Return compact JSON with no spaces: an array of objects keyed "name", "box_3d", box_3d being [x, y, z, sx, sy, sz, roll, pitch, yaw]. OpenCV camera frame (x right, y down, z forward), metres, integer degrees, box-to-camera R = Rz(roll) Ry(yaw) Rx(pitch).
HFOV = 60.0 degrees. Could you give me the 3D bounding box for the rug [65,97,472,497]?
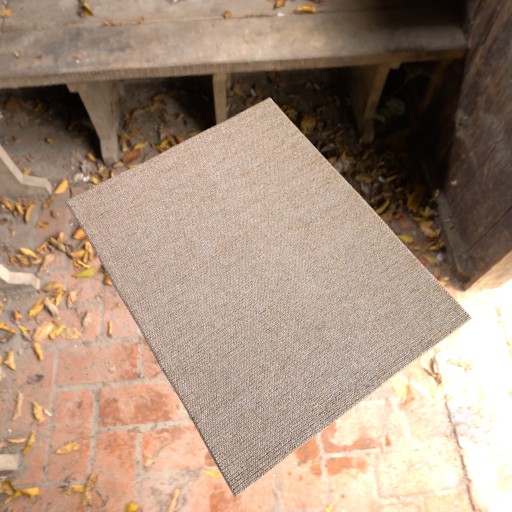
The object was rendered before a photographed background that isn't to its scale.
[{"name":"rug","box_3d":[0.000,0.000,4.027,2.406,0.012,3.034,-31,68,-14]}]
